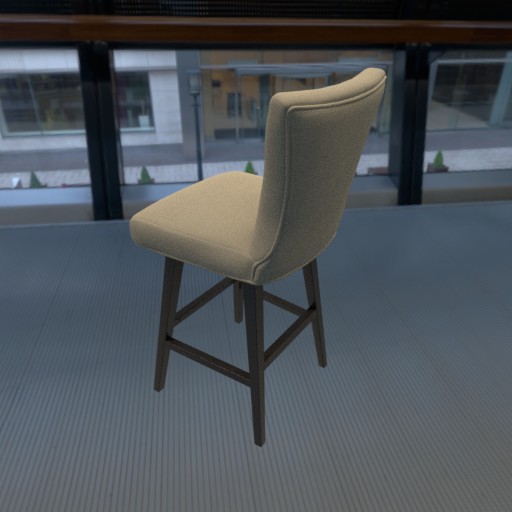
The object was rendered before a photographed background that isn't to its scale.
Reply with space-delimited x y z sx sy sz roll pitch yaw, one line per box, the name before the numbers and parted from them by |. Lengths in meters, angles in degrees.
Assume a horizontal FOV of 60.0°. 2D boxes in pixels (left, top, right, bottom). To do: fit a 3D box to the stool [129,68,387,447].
stool | 0.000 0.000 1.396 0.574 1.086 0.514 20 35 30
